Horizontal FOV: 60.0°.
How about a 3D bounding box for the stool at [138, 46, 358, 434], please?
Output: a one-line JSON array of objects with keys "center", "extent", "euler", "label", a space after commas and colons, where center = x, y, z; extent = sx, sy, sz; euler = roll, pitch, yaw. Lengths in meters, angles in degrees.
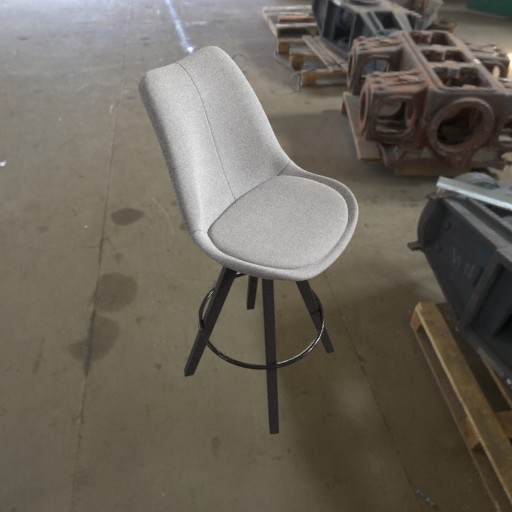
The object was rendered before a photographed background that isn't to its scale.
[{"center": [0.000, 0.000, 1.411], "extent": [0.550, 1.115, 0.485], "euler": [25, 48, 25], "label": "stool"}]
